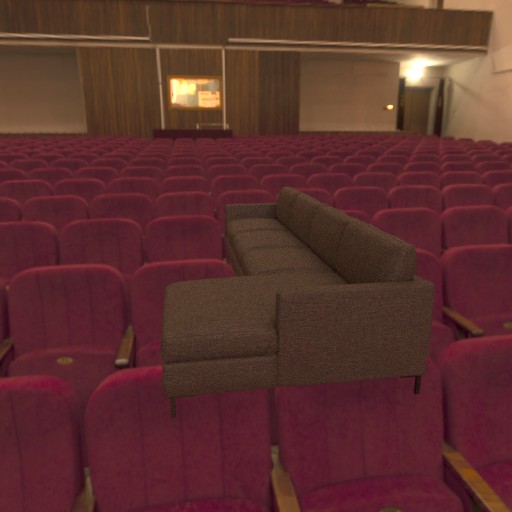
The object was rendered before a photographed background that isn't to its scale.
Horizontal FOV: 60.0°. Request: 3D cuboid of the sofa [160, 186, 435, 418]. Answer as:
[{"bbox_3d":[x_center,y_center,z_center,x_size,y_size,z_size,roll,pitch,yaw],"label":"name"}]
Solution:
[{"bbox_3d":[0.000,0.000,3.826,1.483,0.892,3.221,-2,15,-8],"label":"sofa"}]
